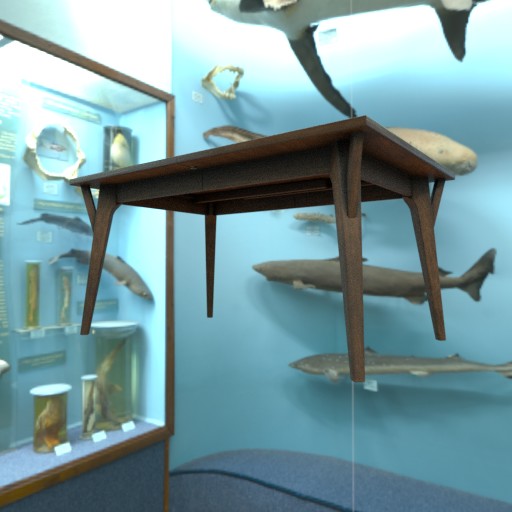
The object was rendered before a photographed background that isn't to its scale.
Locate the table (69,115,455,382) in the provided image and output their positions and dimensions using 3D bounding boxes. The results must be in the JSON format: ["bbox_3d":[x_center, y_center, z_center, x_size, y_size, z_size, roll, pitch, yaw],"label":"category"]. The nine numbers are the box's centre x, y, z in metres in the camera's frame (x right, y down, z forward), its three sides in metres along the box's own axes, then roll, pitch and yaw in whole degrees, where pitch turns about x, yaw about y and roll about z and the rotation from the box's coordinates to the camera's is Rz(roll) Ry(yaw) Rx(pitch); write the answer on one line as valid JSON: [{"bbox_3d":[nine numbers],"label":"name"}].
[{"bbox_3d":[0.000,0.000,2.078,1.524,0.761,0.990,-1,-1,37],"label":"table"}]
